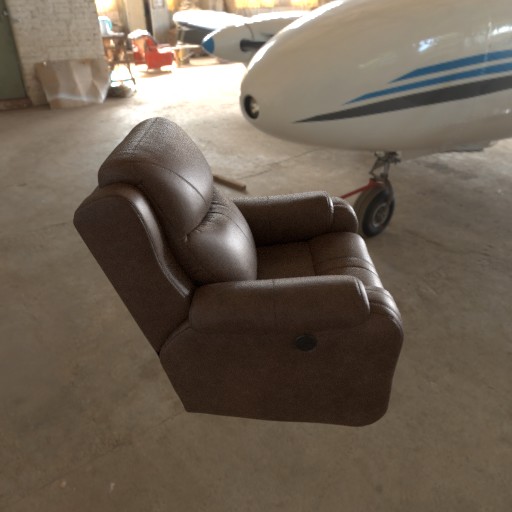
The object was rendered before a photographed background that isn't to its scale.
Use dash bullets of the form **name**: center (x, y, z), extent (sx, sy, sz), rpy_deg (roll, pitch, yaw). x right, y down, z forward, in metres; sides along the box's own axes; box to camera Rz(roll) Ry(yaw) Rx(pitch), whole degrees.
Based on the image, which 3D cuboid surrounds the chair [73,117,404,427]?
- **chair**: center (0.000, 0.000, 1.771), extent (1.067, 0.990, 0.940), rpy_deg (0, 31, 0)
